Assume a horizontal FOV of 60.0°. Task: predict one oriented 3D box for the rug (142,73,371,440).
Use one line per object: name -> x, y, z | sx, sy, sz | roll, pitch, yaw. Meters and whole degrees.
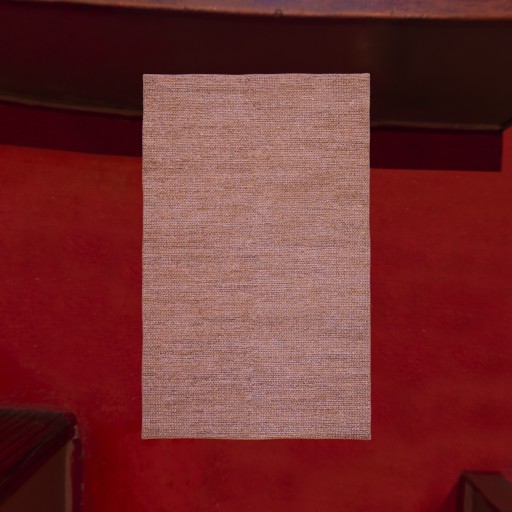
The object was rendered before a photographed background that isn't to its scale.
rug -> 0.000, 0.000, 2.957 | 1.521, 0.034, 2.438 | 0, 89, 1
